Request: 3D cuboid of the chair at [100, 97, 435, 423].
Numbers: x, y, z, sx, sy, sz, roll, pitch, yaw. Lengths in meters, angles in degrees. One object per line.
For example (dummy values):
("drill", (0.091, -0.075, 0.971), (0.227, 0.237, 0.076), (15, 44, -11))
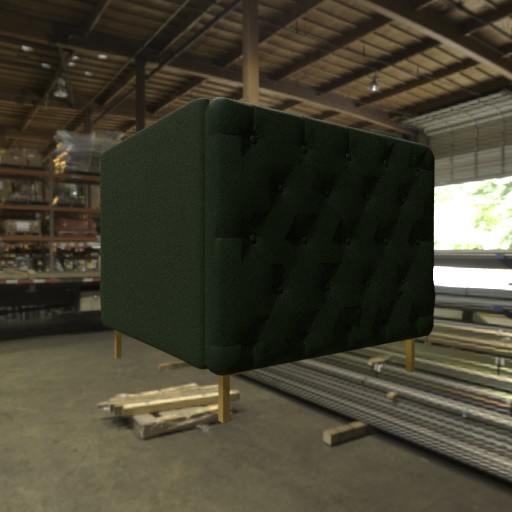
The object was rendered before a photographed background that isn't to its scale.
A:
("chair", (0.000, 0.000, 1.569), (0.855, 0.768, 0.917), (-1, 1, -36))
